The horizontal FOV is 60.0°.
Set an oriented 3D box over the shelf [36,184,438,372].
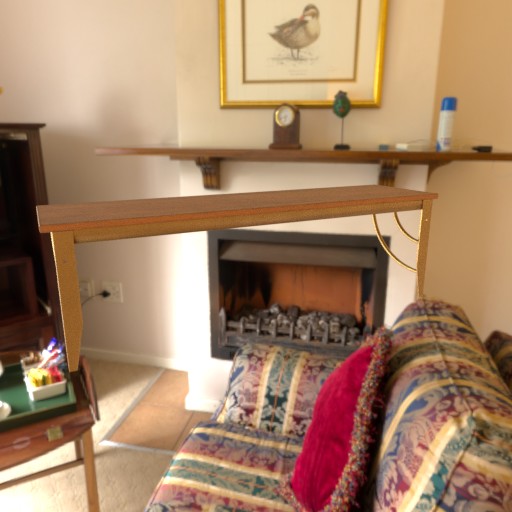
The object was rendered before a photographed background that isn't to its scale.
[{"bbox_3d":[0.000,0.000,0.739,0.636,0.190,0.166,-8,17,-26],"label":"shelf"}]
